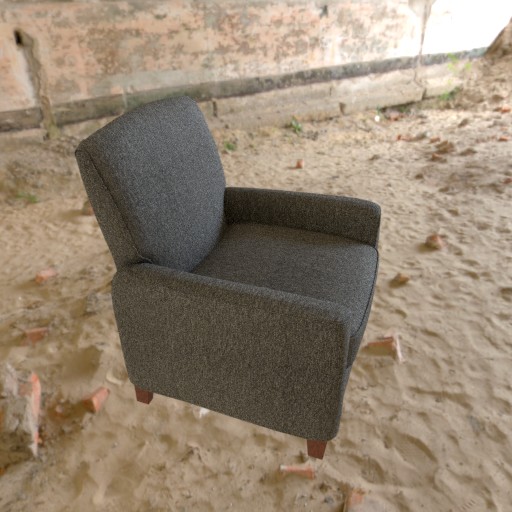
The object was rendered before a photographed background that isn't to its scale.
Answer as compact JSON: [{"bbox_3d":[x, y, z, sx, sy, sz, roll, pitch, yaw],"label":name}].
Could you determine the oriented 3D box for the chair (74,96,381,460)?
[{"bbox_3d":[0.000,0.000,1.622,0.864,1.014,0.848,11,33,17],"label":"chair"}]
